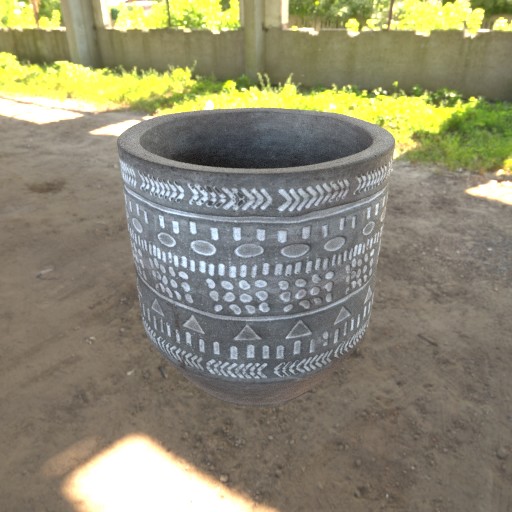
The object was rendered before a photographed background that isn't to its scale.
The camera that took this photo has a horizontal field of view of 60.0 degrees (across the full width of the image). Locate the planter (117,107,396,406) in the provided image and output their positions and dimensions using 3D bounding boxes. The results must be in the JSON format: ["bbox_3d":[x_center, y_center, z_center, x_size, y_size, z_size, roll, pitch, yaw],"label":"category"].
[{"bbox_3d":[0.000,0.000,0.229,0.122,0.128,0.122,0,28,0],"label":"planter"}]
